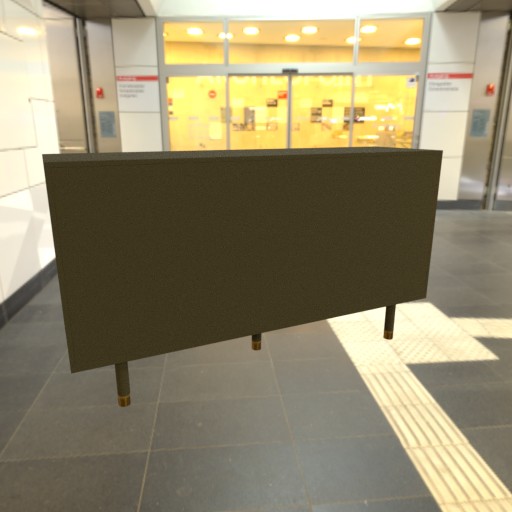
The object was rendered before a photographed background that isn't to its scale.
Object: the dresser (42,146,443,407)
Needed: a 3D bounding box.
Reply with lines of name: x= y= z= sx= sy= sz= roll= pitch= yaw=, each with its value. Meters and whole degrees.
dresser: x=0.000 y=0.000 z=1.904 sx=1.558 sy=0.872 sz=0.463 roll=-8 pitch=18 yaw=-24
